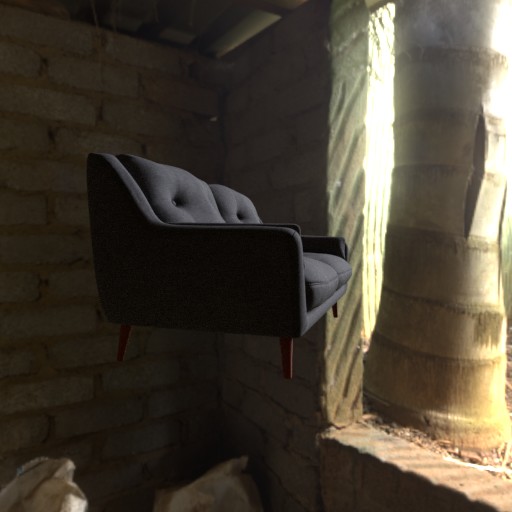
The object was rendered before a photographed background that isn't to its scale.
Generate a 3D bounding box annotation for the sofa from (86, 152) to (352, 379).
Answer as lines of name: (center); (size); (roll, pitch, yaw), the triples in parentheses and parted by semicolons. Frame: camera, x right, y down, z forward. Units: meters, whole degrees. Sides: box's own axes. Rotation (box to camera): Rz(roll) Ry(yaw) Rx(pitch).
sofa: (0.000, 0.000, 2.517); (0.975, 0.896, 1.929); (0, 1, 17)
